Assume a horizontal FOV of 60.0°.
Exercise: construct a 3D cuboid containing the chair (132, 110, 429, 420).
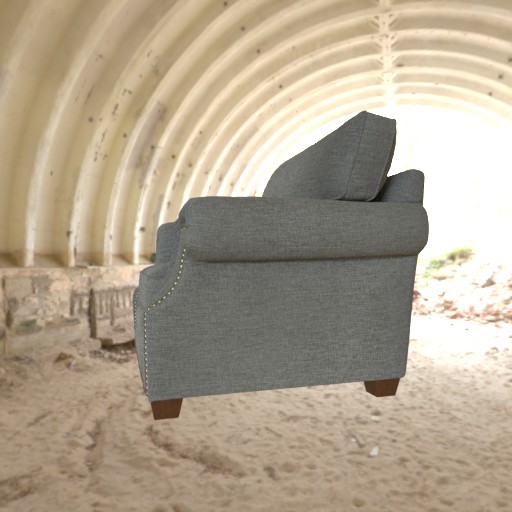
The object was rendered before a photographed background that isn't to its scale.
[{"bbox_3d":[0.000,0.000,1.837,0.965,0.961,1.092,0,0,-17],"label":"chair"}]
